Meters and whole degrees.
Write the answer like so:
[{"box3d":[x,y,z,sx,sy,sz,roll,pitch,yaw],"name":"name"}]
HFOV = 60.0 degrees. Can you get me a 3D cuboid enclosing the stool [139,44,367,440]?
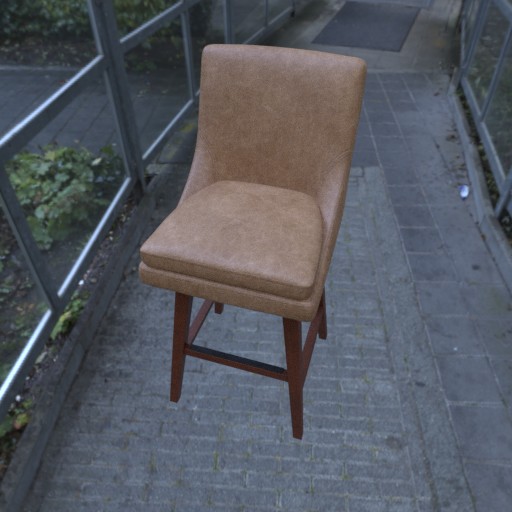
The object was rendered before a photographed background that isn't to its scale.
[{"box3d":[0.000,0.000,1.383,0.487,1.079,0.572,12,42,13],"name":"stool"}]
